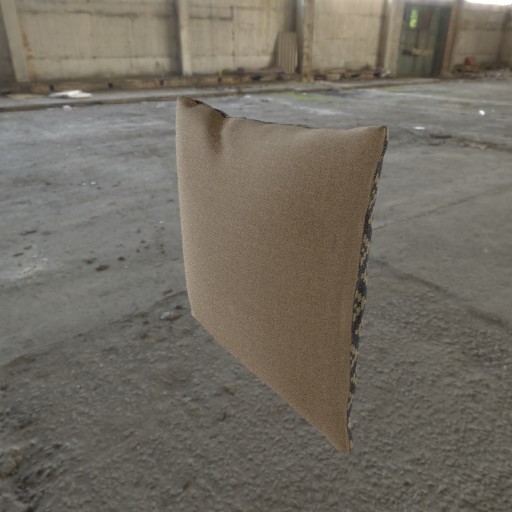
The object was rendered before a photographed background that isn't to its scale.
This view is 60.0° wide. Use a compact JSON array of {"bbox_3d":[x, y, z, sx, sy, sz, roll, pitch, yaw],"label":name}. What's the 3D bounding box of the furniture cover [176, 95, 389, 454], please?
[{"bbox_3d":[0.000,0.000,0.668,0.139,0.431,0.431,-17,30,-32],"label":"furniture cover"}]
